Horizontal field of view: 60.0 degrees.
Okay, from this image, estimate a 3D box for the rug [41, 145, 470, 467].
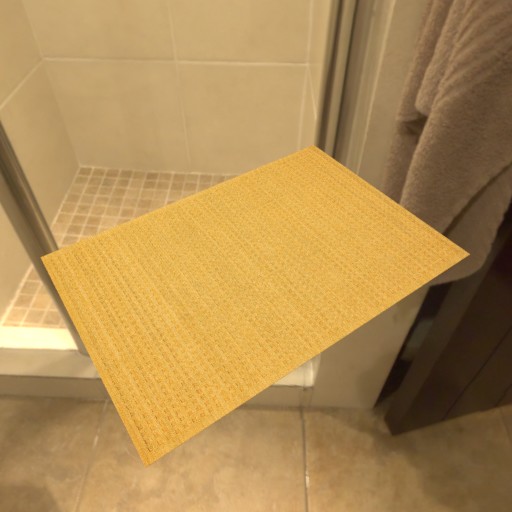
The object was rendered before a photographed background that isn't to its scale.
[{"bbox_3d":[0.000,0.000,3.624,2.895,0.006,1.981,-27,52,-23],"label":"rug"}]
